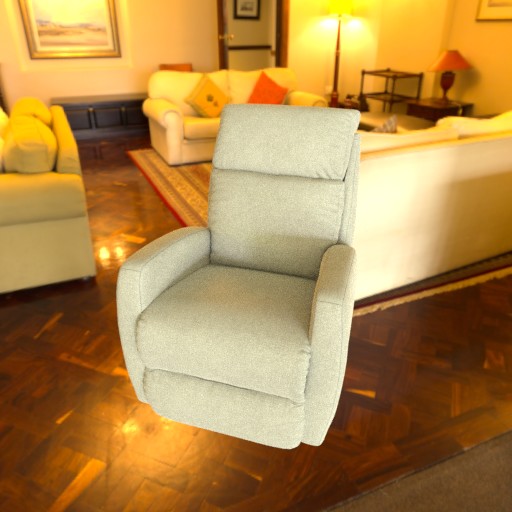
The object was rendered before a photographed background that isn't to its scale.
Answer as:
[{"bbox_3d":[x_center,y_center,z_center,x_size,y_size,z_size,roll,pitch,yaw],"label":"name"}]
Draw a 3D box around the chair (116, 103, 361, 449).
[{"bbox_3d":[0.000,0.000,1.725,0.812,1.015,0.941,8,28,15],"label":"chair"}]
